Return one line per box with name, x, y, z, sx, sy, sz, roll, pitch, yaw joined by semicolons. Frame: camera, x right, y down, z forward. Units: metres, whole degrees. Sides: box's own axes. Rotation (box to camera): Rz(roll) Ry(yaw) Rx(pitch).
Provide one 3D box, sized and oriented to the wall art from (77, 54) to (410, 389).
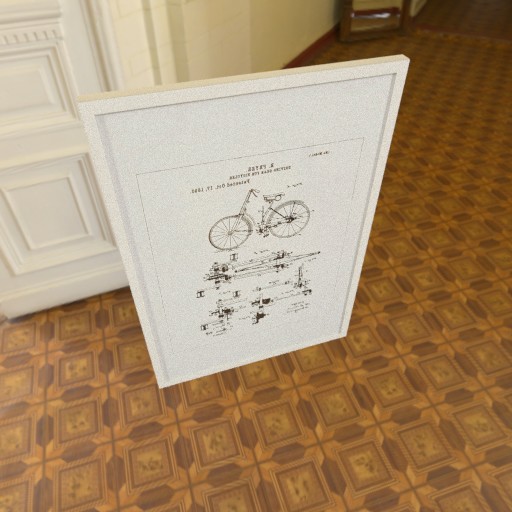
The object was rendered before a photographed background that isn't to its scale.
wall art;0.000;0.000;0.591;0.332;0.477;0.015;-13;45;-13
